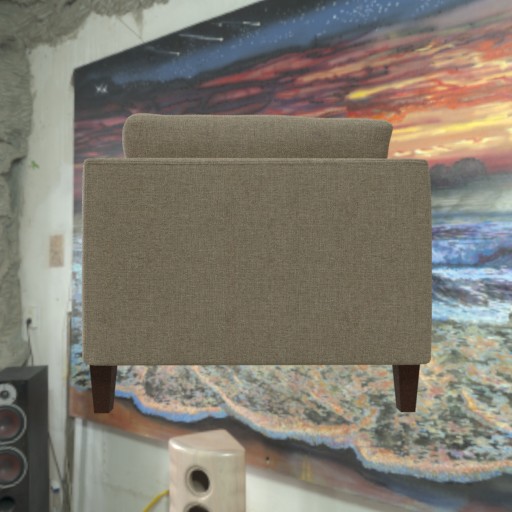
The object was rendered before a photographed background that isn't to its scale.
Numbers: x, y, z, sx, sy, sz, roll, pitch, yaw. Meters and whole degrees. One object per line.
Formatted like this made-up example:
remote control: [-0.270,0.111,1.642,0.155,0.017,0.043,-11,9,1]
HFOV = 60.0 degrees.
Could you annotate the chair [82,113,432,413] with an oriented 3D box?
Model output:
chair: [0.000,0.000,1.823,1.107,0.987,0.959,0,-1,-1]
